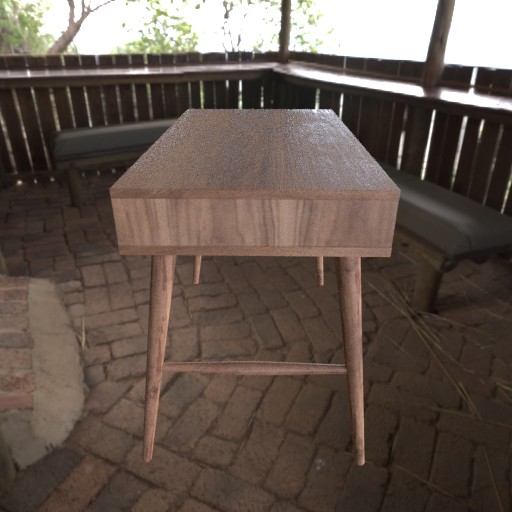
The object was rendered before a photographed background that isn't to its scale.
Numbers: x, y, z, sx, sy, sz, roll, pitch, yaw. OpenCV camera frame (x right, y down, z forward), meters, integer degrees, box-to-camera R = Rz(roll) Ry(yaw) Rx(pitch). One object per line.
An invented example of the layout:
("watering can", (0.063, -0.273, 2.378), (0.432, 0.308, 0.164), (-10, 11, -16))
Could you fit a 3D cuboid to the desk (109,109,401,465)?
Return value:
("desk", (0.000, 0.000, 1.417), (0.588, 0.758, 0.949), (0, 27, 1))
